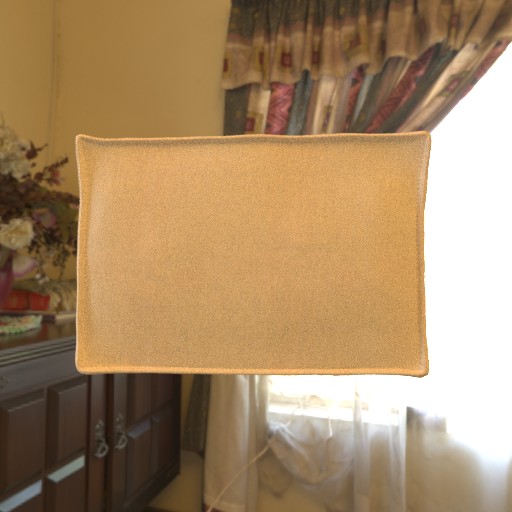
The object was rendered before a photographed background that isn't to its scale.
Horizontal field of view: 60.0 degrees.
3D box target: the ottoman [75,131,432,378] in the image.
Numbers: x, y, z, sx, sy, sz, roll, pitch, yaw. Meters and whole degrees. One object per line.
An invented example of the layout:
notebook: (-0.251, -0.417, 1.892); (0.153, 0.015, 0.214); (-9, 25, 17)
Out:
ottoman: (0.000, 0.000, 1.152); (0.696, 0.470, 0.707); (0, -1, 3)
